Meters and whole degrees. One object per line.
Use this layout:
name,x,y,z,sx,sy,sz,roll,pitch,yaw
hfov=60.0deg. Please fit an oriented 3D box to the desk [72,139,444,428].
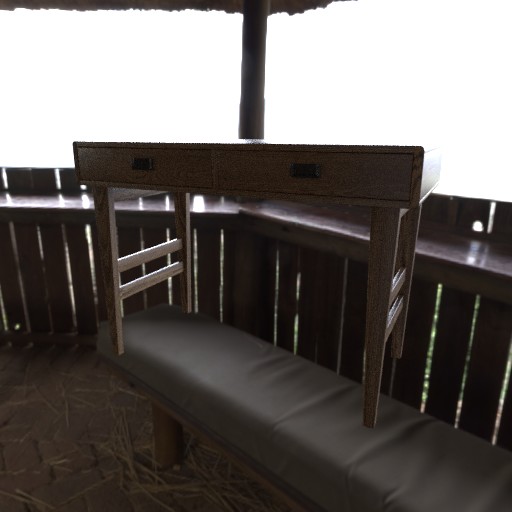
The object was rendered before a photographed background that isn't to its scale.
desk,0.000,0.000,1.504,1.067,0.755,0.508,8,17,25
